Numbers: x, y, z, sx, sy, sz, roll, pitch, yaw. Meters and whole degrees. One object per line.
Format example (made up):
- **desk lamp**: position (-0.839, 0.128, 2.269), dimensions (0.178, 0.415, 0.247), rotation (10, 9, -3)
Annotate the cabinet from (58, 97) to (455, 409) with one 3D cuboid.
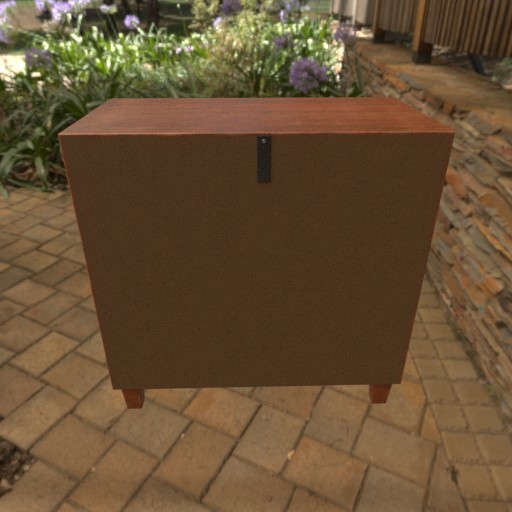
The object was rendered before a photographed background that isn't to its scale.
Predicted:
- **cabinet**: position (0.000, 0.000, 1.250), dimensions (0.796, 0.785, 0.412), rotation (-1, 29, -1)
